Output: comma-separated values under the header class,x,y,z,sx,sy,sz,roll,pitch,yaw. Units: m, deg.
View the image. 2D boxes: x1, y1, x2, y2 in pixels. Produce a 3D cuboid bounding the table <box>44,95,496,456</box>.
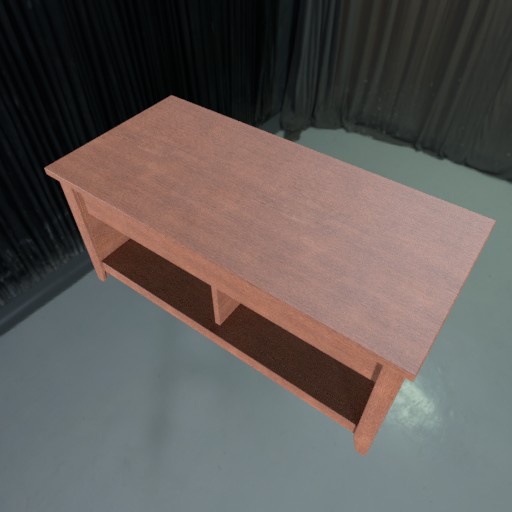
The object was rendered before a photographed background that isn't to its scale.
class,x,y,z,sx,sy,sz,roll,pitch,yaw
table,0.000,0.000,1.254,1.016,0.457,0.483,28,53,23
